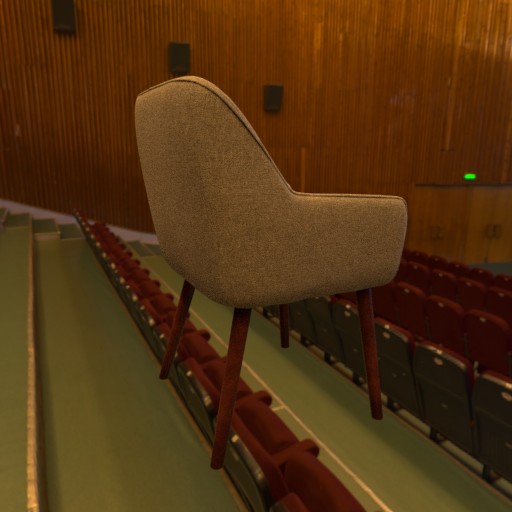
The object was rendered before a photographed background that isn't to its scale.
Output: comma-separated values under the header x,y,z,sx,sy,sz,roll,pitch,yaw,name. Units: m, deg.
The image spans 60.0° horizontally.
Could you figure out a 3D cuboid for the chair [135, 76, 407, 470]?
x,y,z,sx,sy,sz,roll,pitch,yaw,name
0.000,0.000,1.149,0.519,0.803,0.543,-7,15,-26,chair
